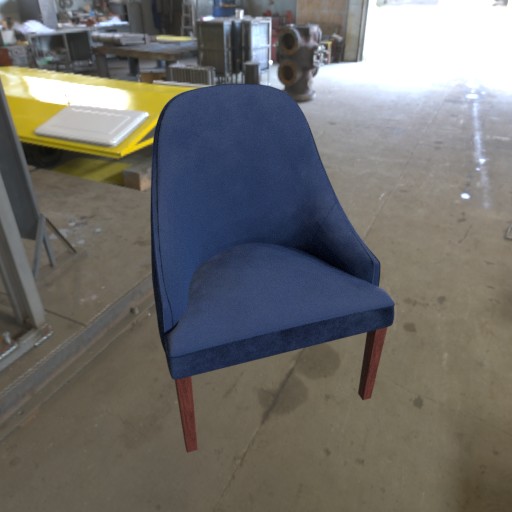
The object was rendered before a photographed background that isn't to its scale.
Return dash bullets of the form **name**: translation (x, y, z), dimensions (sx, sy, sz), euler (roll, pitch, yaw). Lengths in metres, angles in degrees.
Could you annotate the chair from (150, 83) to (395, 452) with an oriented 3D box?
- **chair**: translation (0.000, 0.000, 1.333), dimensions (0.643, 0.889, 0.575), euler (-10, 33, -16)
